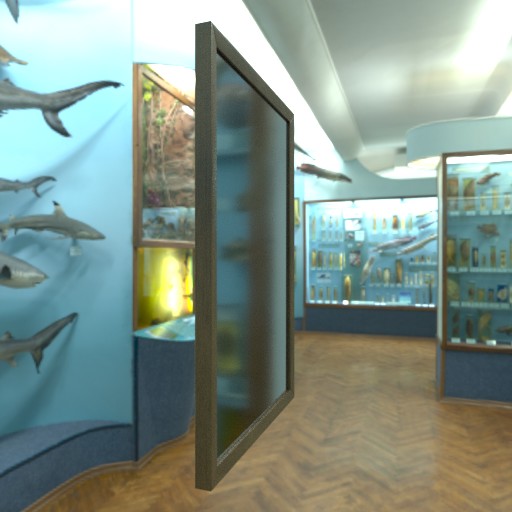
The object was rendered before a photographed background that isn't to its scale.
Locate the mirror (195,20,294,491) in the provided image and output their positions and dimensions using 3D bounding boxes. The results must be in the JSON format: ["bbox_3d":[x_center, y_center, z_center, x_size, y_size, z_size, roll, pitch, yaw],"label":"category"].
[{"bbox_3d":[0.000,0.000,1.153,0.040,0.915,0.609,0,0,20],"label":"mirror"}]
